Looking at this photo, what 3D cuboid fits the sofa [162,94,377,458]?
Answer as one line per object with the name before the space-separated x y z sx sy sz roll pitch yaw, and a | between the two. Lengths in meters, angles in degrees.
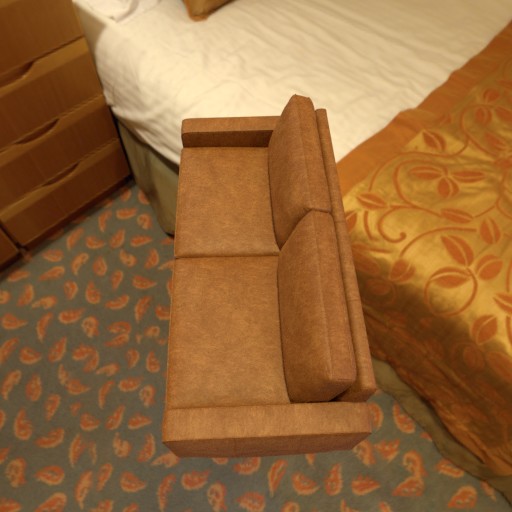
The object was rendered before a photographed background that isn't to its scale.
sofa | 0.000 0.000 2.667 0.991 0.928 2.156 -2 59 -1
